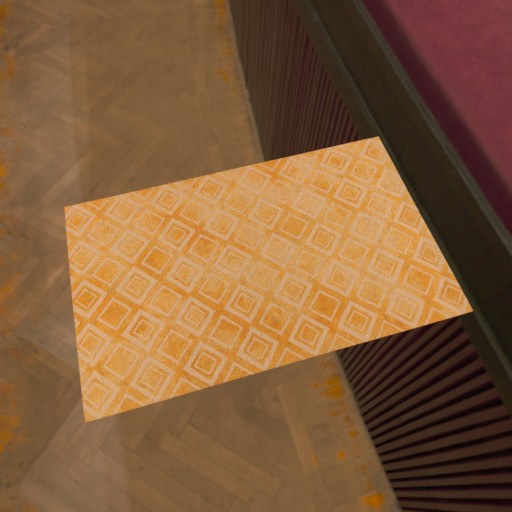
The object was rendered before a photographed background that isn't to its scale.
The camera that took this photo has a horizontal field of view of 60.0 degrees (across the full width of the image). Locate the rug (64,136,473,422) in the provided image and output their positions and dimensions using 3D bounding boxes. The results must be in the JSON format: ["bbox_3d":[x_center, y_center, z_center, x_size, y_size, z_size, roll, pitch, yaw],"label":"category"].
[{"bbox_3d":[0.000,0.000,2.975,2.424,0.010,1.511,-14,63,-7],"label":"rug"}]
